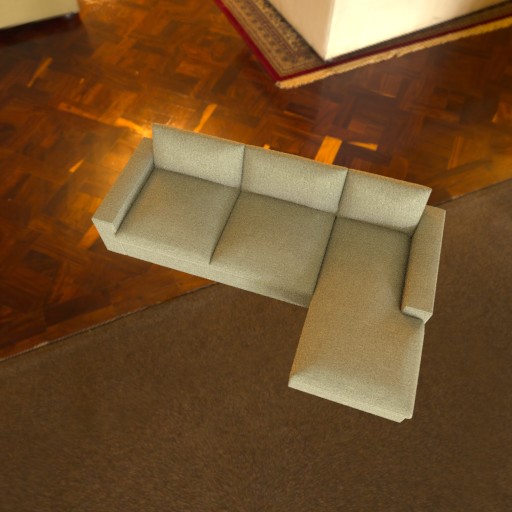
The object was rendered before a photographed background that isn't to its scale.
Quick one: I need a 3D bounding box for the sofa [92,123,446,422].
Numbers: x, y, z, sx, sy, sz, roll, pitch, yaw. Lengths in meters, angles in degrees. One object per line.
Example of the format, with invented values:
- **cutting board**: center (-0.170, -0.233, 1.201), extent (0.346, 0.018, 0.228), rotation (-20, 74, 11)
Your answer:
- **sofa**: center (0.000, 0.000, 3.502), extent (2.718, 0.813, 1.689), rotation (16, 60, 9)
